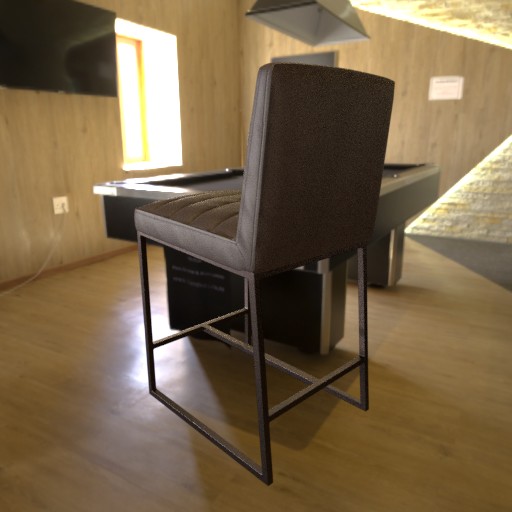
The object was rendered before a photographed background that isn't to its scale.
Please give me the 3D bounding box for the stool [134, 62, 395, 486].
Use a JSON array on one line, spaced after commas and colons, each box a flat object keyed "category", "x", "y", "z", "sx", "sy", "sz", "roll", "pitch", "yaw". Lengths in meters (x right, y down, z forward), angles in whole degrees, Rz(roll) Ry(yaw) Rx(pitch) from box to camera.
[{"category": "stool", "x": 0.000, "y": 0.000, "z": 1.258, "sx": 0.463, "sy": 0.946, "sz": 0.562, "roll": -15, "pitch": 22, "yaw": -42}]
